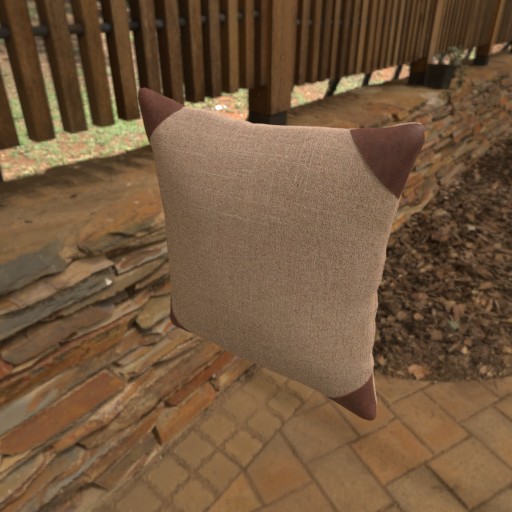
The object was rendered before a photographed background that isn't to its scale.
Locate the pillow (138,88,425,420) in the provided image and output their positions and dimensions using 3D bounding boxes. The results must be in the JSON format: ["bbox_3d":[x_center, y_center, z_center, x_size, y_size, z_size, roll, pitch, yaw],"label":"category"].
[{"bbox_3d":[0.000,0.000,0.675,0.437,0.448,0.147,18,34,28],"label":"pillow"}]
